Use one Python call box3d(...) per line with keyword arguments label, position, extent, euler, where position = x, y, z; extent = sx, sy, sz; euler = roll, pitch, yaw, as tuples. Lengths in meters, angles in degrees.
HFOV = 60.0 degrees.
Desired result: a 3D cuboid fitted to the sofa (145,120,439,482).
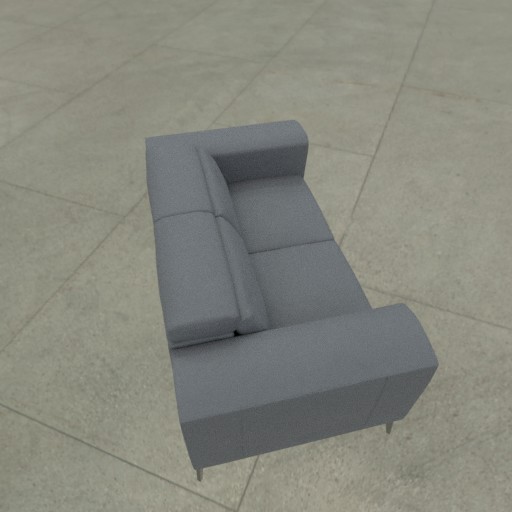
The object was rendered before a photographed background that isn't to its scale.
box3d(label="sofa", position=(0.000, 0.000, 2.374), extent=(1.003, 0.779, 1.895), euler=(-10, 47, -9))
